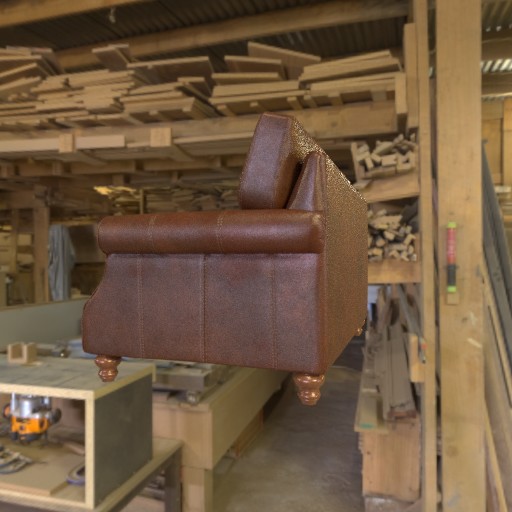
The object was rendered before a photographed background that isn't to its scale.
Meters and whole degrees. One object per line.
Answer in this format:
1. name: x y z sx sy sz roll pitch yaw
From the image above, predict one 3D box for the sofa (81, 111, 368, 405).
1. sofa: 0.000 0.000 2.247 0.990 0.976 1.616 0 0 19
